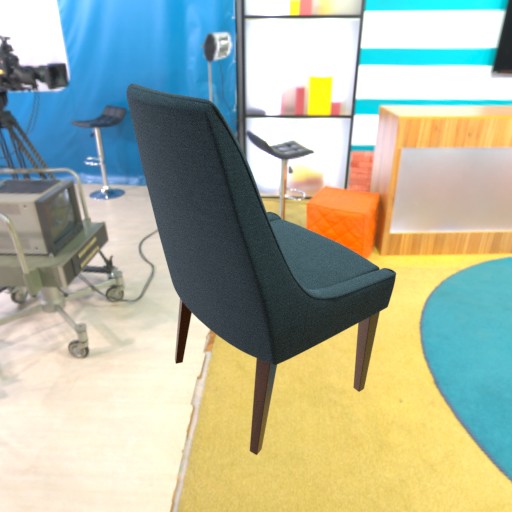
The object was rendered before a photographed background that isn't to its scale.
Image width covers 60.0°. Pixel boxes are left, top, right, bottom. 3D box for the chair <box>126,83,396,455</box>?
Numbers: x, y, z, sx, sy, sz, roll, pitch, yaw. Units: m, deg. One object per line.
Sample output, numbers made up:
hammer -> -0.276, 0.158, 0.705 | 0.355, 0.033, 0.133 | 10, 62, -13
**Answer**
chair -> 0.000, 0.000, 1.174 | 0.544, 0.861, 0.529 | -18, 32, -32
